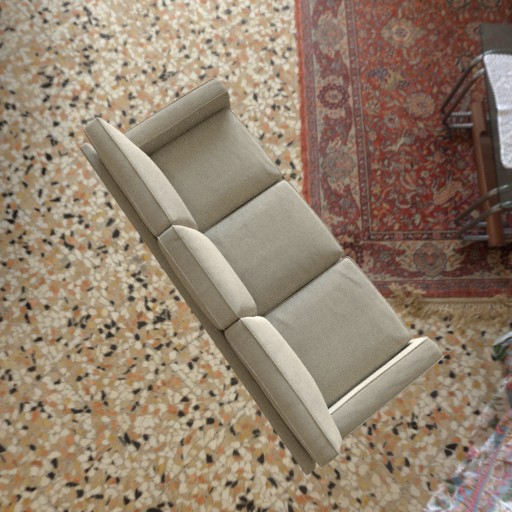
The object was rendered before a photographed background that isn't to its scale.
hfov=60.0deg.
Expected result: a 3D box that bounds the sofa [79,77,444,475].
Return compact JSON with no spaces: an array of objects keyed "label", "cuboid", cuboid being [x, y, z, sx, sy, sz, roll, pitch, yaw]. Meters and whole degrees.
[{"label":"sofa","cuboid":[0.000,0.000,2.553,0.936,0.862,2.093,-35,78,-9]}]
